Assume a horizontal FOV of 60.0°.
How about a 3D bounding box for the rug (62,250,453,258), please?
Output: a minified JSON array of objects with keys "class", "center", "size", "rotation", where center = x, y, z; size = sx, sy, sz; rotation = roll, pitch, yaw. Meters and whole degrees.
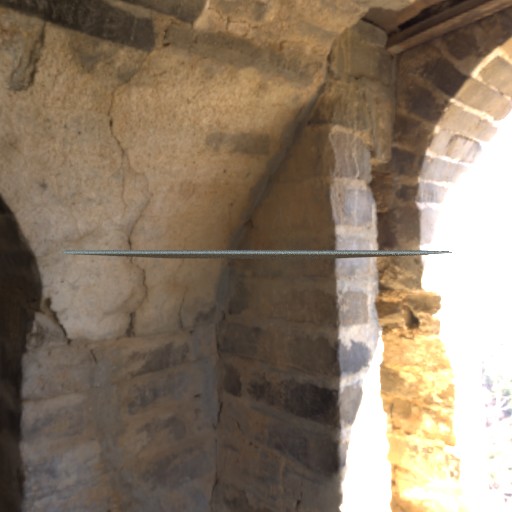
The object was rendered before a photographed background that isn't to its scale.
[{"class":"rug","center":[0.000,0.000,3.423],"size":[1.819,0.018,2.746],"rotation":[0,-1,-1]}]
